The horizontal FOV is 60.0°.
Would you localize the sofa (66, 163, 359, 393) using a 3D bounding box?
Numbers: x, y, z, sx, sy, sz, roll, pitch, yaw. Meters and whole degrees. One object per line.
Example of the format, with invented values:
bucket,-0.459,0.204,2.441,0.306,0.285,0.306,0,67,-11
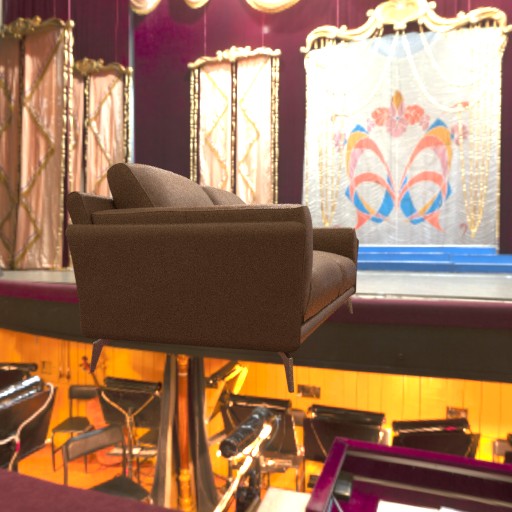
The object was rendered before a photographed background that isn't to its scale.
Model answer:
sofa,0.000,0.000,2.660,1.049,0.930,2.101,0,1,18
